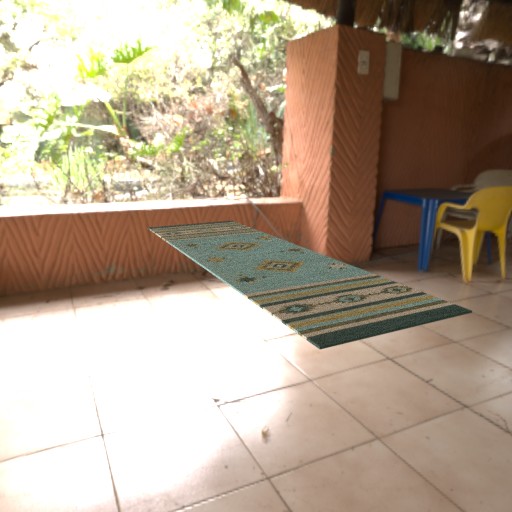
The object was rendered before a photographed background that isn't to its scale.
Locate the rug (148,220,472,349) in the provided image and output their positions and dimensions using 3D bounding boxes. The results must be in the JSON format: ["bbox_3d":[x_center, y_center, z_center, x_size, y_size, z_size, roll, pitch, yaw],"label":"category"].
[{"bbox_3d":[0.000,0.000,2.698,0.744,0.010,2.441,-7,16,-26],"label":"rug"}]
